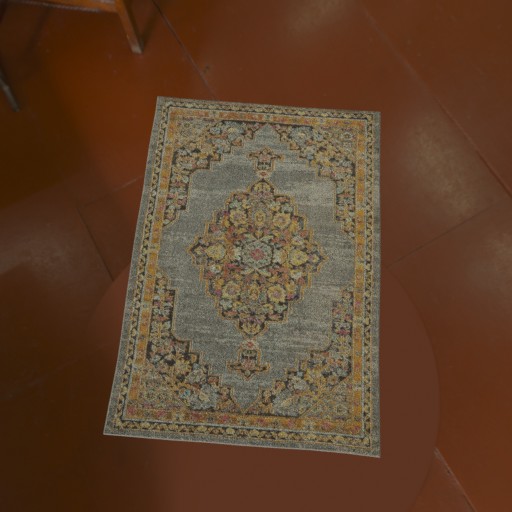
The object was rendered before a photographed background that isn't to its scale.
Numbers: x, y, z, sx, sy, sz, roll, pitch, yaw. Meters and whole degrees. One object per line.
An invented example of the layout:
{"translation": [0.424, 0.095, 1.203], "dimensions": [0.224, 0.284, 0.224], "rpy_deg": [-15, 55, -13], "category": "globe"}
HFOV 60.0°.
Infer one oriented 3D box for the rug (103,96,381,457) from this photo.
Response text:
{"translation": [0.000, 0.000, 3.844], "dimensions": [2.158, 0.024, 3.063], "rpy_deg": [4, 74, 1], "category": "rug"}
